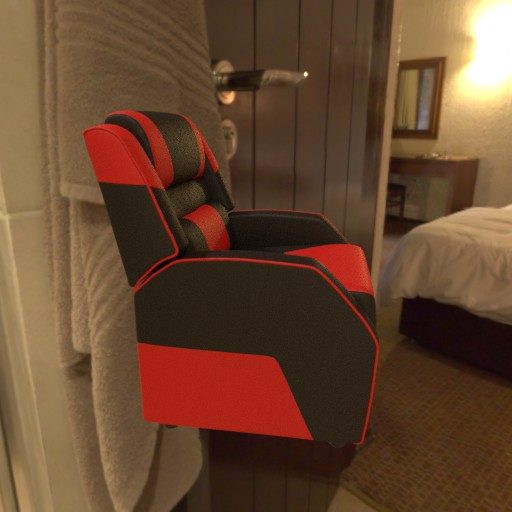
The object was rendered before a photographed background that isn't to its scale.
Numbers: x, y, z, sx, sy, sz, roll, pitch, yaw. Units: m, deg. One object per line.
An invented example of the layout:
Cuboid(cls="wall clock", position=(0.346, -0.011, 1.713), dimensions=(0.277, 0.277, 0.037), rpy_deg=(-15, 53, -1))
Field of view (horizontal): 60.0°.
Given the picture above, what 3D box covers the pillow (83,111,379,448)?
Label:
Cuboid(cls="pillow", position=(0.000, 0.000, 1.294), dimensions=(0.672, 0.805, 0.620), rpy_deg=(3, 17, 9))
